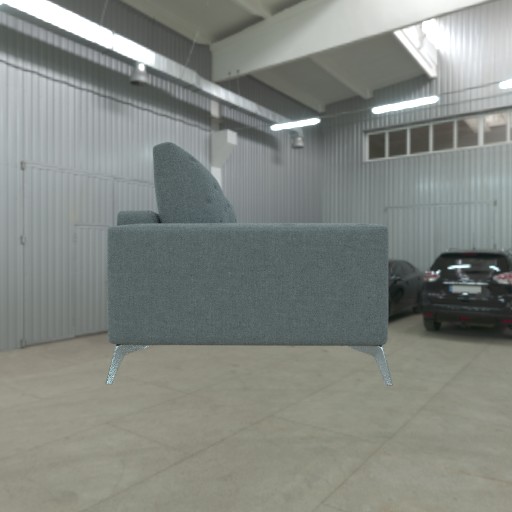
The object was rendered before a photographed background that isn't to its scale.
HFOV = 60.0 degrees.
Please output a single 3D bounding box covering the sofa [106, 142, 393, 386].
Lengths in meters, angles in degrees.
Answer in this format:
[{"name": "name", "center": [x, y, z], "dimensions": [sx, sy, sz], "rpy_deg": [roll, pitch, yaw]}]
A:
[{"name": "sofa", "center": [0.000, 0.000, 2.172], "dimensions": [0.920, 0.790, 1.650], "rpy_deg": [0, 0, 1]}]
